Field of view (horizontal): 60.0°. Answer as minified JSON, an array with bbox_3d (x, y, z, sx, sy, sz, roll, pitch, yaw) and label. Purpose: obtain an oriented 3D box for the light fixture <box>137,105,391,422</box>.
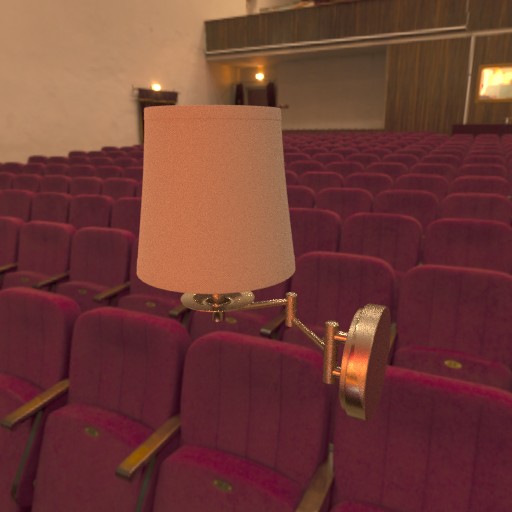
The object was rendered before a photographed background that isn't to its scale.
[{"bbox_3d":[0.000,0.000,0.601,0.348,0.381,0.223,8,17,26],"label":"light fixture"}]
